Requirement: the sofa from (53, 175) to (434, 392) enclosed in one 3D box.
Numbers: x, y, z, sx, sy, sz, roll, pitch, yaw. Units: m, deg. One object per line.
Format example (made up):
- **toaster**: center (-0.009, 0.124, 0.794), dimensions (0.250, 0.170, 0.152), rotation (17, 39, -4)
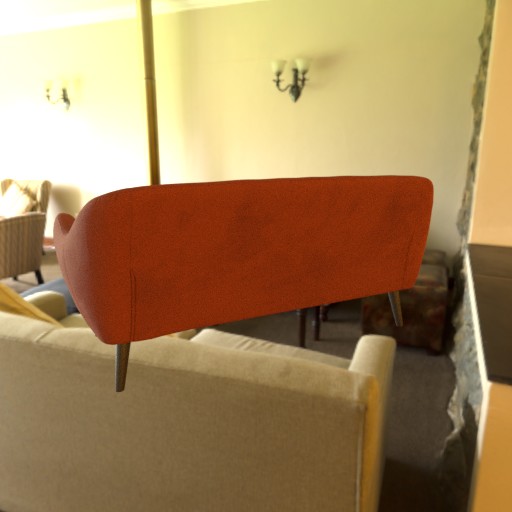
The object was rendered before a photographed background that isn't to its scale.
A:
- **sofa**: center (0.000, 0.000, 2.254), dimensions (1.840, 0.836, 0.820), rotation (-7, 16, -25)
